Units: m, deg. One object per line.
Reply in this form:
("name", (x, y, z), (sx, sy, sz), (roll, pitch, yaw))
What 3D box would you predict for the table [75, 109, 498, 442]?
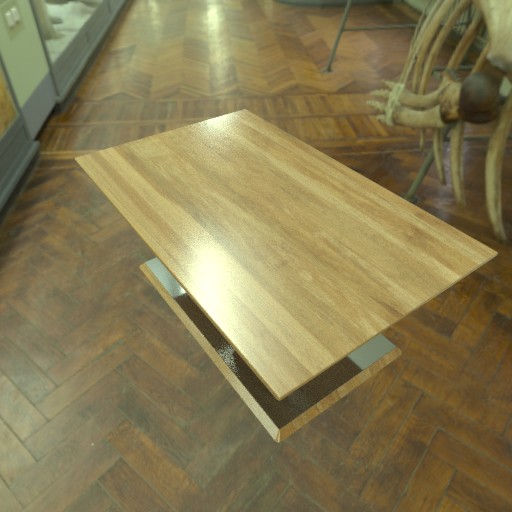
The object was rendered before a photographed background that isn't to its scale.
("table", (0.000, 0.000, 1.429), (0.692, 0.441, 1.100), (-25, 47, -26))
